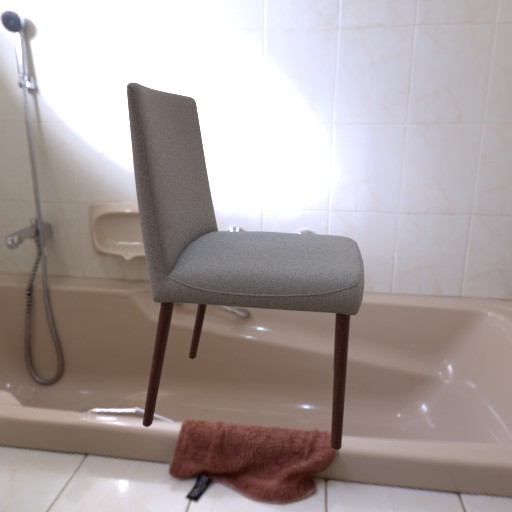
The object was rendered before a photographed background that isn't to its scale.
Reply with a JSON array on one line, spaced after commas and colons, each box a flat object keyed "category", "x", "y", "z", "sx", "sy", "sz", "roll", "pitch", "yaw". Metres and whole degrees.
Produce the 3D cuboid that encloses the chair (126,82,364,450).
[{"category": "chair", "x": 0.000, "y": 0.000, "z": 1.201, "sx": 0.570, "sy": 0.859, "sz": 0.456, "roll": 3, "pitch": 15, "yaw": 10}]
